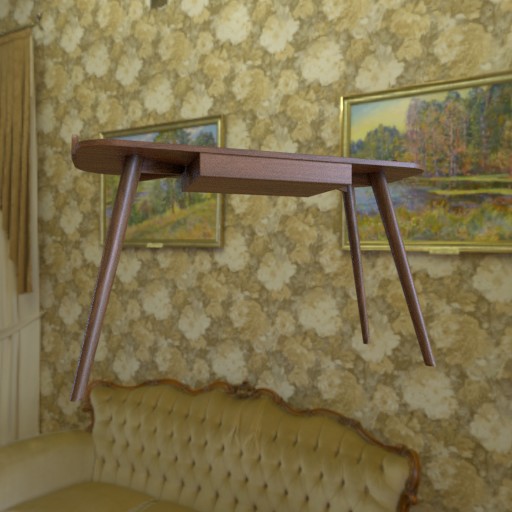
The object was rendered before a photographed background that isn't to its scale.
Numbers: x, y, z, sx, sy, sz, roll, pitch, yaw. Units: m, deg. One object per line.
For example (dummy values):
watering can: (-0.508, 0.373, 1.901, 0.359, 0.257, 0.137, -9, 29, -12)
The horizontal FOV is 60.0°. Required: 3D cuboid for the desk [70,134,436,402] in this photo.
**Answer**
desk: (0.000, 0.000, 1.636, 1.256, 0.800, 0.486, 0, 0, -19)
